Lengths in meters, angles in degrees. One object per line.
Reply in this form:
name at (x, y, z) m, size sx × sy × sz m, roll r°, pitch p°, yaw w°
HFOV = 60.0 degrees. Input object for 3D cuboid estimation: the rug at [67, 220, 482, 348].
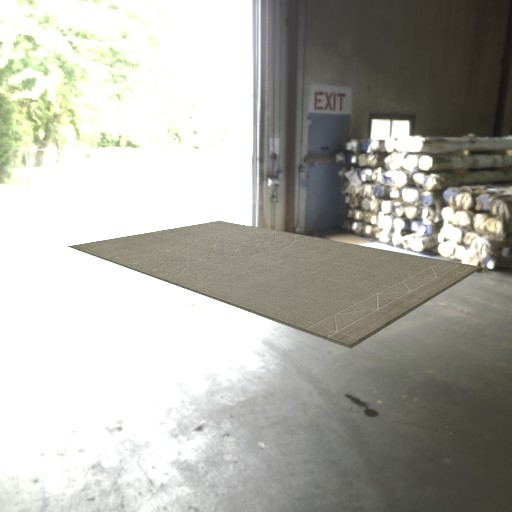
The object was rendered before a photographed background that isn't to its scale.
rug at (0.000, 0.000, 3.035) m, size 2.438 × 0.012 × 1.524 m, roll 13°, pitch 20°, yaw 42°
